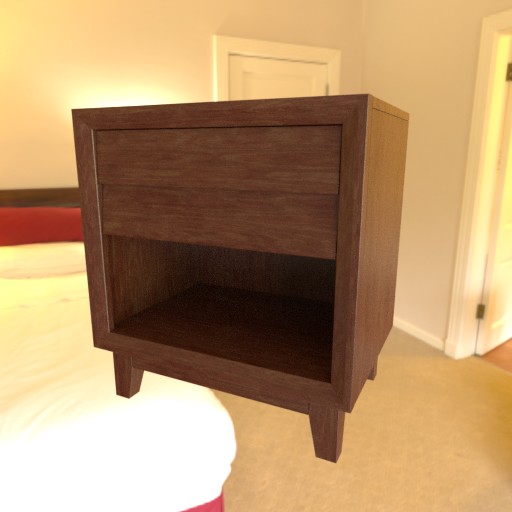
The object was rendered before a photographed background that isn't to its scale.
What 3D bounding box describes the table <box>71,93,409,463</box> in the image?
[{"bbox_3d":[0.000,0.000,0.984,0.557,0.609,0.449,7,15,25],"label":"table"}]
